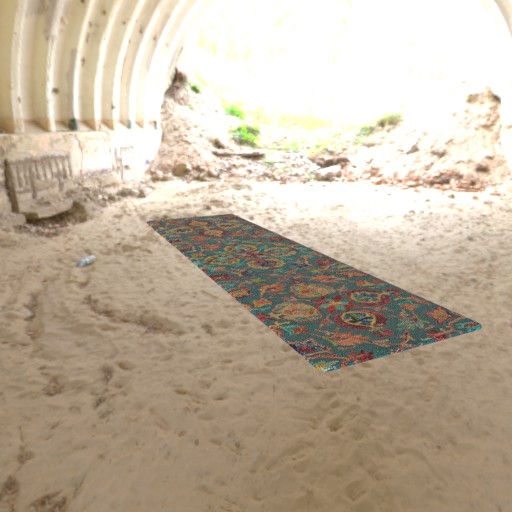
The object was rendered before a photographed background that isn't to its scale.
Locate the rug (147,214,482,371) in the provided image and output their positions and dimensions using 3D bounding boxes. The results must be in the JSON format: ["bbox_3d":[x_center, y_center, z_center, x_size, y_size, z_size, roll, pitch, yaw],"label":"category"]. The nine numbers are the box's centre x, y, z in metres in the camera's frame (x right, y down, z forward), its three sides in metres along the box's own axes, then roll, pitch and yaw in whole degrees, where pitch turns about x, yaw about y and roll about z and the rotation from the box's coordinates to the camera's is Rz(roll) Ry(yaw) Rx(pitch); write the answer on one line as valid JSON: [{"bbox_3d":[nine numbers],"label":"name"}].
[{"bbox_3d":[0.000,0.000,2.396,0.686,0.013,2.286,-8,18,-25],"label":"rug"}]
